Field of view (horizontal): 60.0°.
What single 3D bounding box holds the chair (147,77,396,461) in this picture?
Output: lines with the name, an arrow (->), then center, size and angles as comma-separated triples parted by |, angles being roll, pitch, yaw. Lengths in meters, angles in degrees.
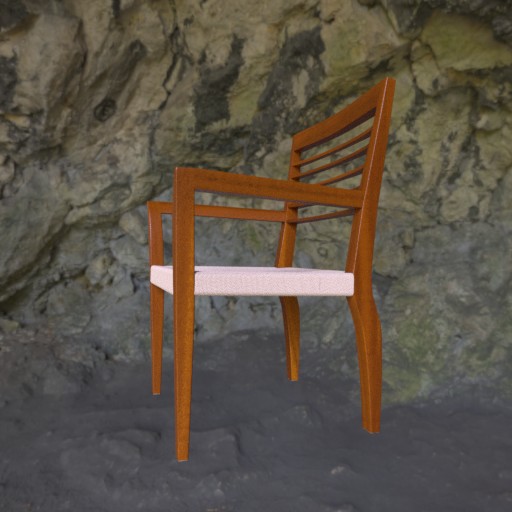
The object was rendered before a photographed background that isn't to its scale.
chair -> 0.000, 0.000, 1.241 | 0.540, 0.855, 0.587 | 0, 0, -19
